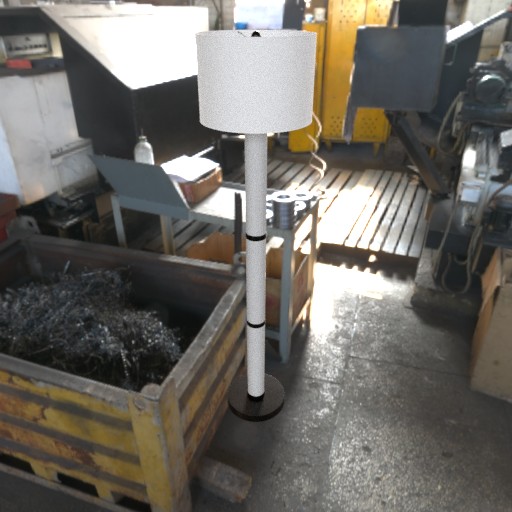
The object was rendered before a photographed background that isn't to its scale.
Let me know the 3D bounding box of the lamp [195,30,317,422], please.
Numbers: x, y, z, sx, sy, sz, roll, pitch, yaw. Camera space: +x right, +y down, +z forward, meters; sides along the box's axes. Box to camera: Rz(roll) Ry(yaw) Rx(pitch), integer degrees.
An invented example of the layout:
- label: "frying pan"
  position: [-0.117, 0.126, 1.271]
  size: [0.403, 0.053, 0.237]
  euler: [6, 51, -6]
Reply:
- label: "lamp"
  position: [0.000, 0.000, 1.763]
  size: [0.377, 1.599, 0.377]
  euler: [-10, 31, -17]
